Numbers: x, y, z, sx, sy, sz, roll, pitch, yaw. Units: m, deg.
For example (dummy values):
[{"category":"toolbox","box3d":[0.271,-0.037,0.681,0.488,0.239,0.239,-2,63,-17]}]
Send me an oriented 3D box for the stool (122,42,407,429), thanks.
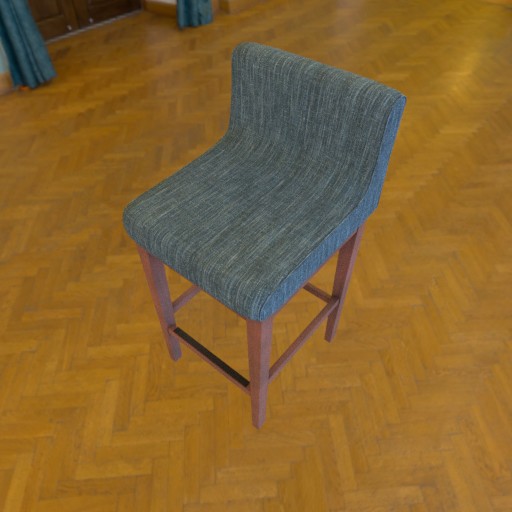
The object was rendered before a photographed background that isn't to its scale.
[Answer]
[{"category":"stool","box3d":[0.000,0.000,1.103,0.395,0.835,0.459,31,54,26]}]
